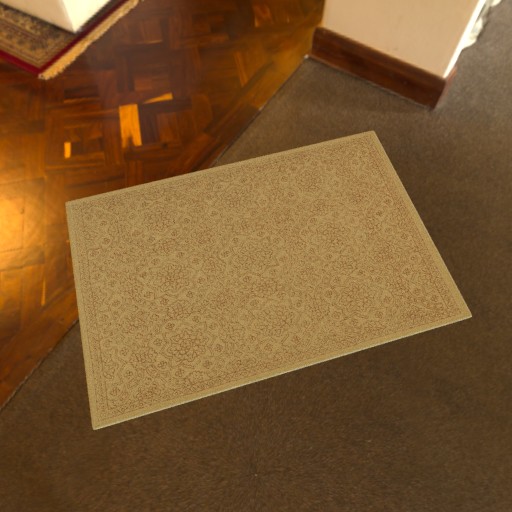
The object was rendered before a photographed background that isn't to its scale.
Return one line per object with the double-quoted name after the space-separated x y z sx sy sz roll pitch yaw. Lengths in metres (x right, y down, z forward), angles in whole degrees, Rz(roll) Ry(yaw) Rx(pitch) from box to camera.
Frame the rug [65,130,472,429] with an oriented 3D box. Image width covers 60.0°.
0.000 0.000 2.291 1.829 0.010 1.219 -15 65 -7 "rug"
